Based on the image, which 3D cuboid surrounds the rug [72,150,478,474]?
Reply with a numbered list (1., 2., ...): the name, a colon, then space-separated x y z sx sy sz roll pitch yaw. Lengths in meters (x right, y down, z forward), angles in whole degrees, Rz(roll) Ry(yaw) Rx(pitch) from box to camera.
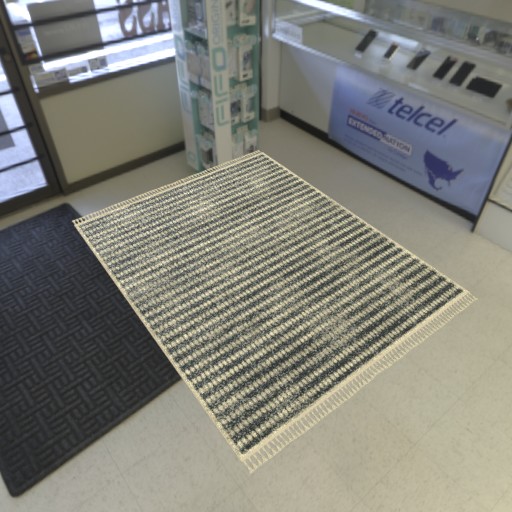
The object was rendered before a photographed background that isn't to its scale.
1. rug: 0.000 0.000 3.890 2.256 0.013 2.910 -27 49 -26
